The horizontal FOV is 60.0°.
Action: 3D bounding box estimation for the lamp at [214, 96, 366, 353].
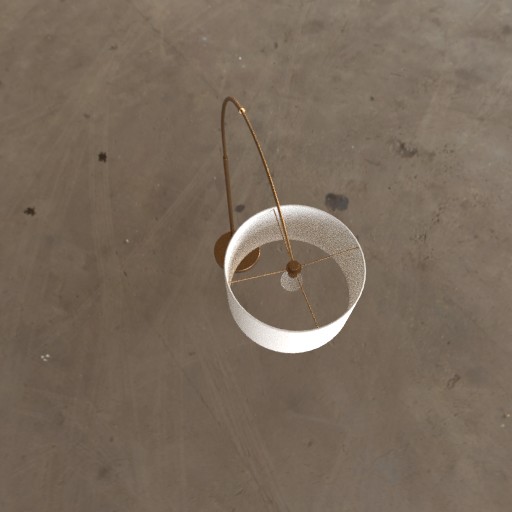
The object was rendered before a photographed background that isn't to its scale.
[{"bbox_3d":[0.000,0.000,2.496,0.493,1.927,1.434,-15,64,-7],"label":"lamp"}]
